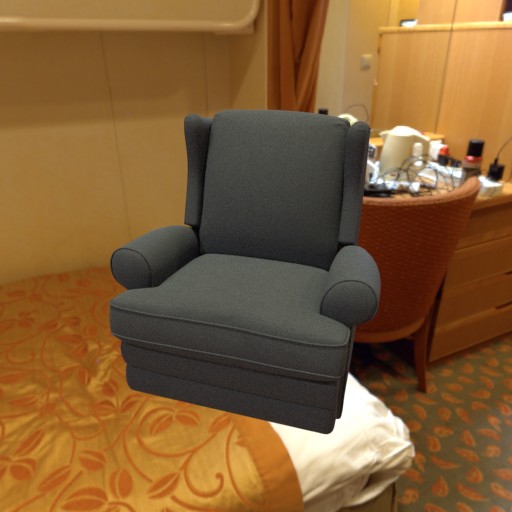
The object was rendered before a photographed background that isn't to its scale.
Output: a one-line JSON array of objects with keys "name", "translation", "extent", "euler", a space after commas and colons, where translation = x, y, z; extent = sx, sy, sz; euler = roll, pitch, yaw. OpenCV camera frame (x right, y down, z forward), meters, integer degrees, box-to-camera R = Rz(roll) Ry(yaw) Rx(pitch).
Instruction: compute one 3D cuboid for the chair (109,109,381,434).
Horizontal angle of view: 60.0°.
[{"name": "chair", "translation": [0.000, 0.000, 1.759], "extent": [0.971, 1.020, 0.877], "euler": [7, 27, 15]}]
